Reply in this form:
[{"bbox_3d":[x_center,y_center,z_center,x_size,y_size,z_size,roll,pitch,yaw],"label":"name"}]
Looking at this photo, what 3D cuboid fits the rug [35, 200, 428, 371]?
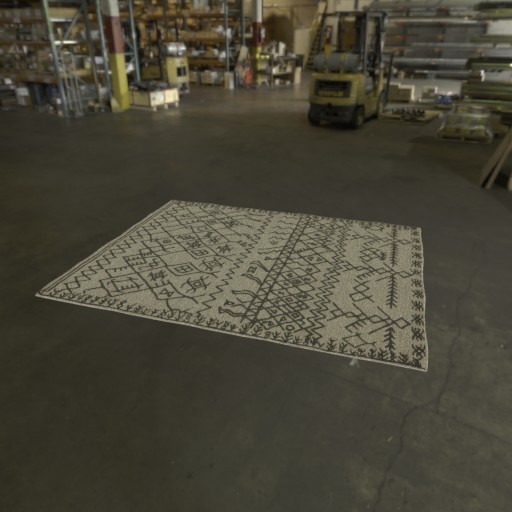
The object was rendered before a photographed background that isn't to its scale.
[{"bbox_3d":[0.000,0.000,3.407,2.455,0.025,1.964,8,28,16],"label":"rug"}]
